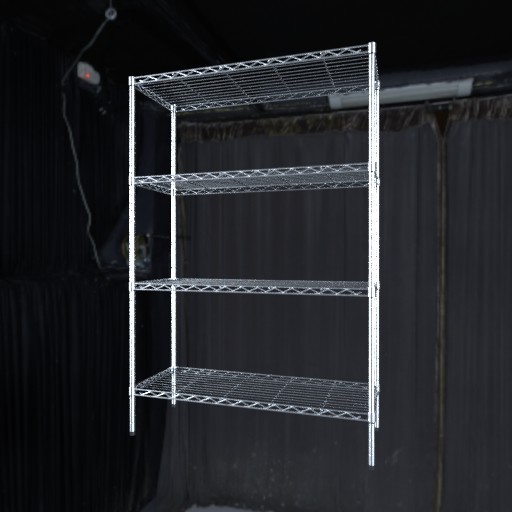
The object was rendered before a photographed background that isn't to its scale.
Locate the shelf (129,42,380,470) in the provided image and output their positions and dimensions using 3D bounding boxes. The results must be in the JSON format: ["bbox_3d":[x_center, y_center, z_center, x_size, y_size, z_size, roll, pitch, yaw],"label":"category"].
[{"bbox_3d":[0.000,0.000,1.706,0.907,1.360,0.352,0,0,18],"label":"shelf"}]
